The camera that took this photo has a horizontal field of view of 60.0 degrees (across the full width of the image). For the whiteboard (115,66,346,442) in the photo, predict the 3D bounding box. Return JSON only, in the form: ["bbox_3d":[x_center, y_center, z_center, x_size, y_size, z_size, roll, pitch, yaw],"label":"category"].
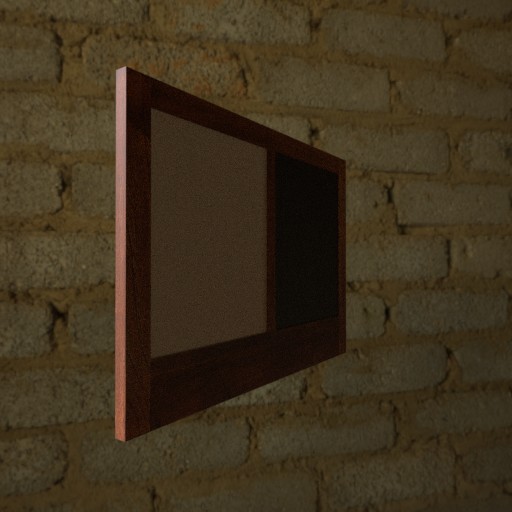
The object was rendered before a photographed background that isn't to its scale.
[{"bbox_3d":[0.000,0.000,0.985,0.083,0.553,0.768,0,-1,36],"label":"whiteboard"}]
